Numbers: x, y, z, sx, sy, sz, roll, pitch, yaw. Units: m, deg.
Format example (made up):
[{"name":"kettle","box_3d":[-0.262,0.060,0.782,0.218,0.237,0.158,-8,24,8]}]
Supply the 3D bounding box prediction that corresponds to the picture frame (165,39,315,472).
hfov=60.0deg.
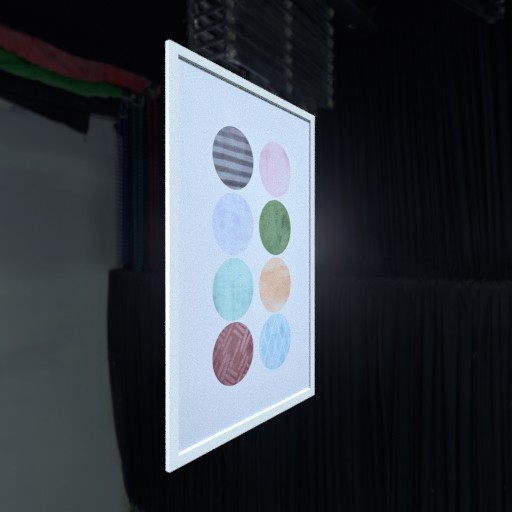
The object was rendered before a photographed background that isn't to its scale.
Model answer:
[{"name":"picture frame","box_3d":[0.000,0.000,1.233,0.013,0.940,0.659,0,0,36]}]
